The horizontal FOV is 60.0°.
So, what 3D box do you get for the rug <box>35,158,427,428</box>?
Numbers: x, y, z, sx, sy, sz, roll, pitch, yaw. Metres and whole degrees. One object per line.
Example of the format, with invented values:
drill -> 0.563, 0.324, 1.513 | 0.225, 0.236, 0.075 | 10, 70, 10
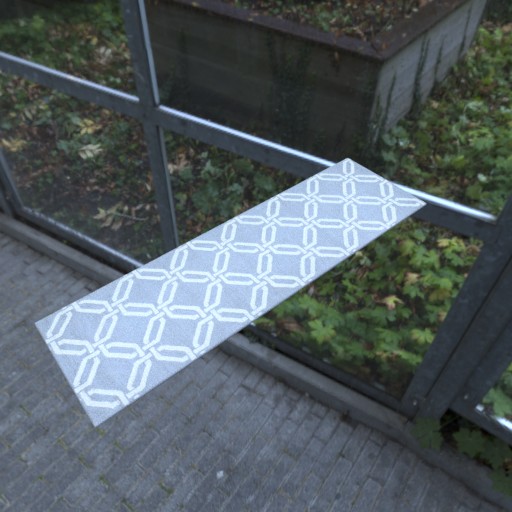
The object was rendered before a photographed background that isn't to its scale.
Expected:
rug -> 0.000, 0.000, 2.507 | 2.276, 0.014, 0.678 | -31, 53, -26
